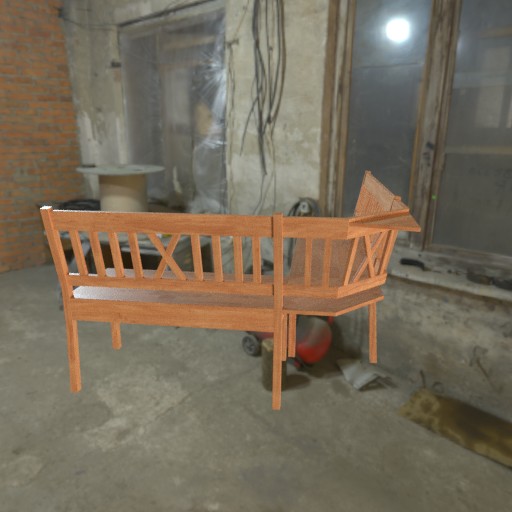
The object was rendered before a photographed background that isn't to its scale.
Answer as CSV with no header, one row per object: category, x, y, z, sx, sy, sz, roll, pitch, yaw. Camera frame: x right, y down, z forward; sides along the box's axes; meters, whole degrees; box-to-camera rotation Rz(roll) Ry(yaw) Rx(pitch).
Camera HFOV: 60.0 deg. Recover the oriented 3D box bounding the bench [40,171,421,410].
bench,0.000,0.000,2.777,1.537,0.902,1.937,2,16,8
